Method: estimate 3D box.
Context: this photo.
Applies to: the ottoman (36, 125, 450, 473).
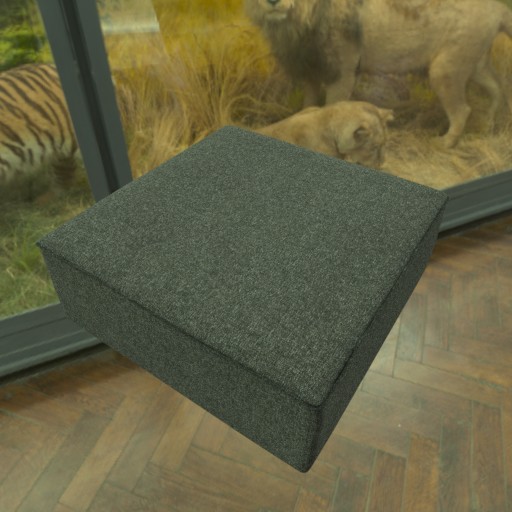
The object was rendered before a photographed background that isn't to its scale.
[{"bbox_3d":[0.000,0.000,1.580,1.021,0.423,1.017,25,47,25],"label":"ottoman"}]
